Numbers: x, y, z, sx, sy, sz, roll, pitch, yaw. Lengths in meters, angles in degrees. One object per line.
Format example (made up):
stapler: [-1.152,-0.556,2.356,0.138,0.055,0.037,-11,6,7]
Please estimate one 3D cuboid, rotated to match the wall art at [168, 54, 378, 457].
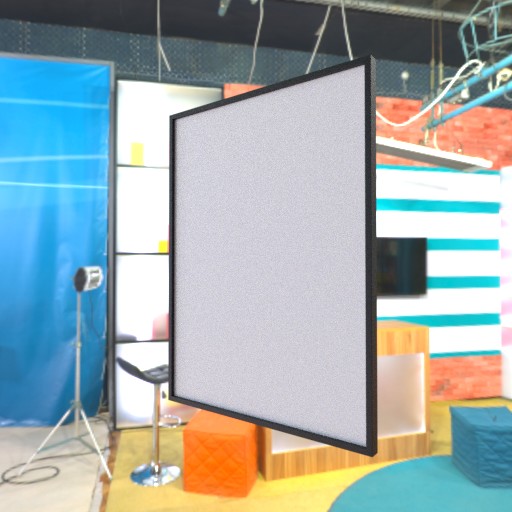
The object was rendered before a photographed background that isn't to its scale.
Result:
wall art: [0.000,0.000,1.435,0.802,1.070,0.036,-1,-1,38]
